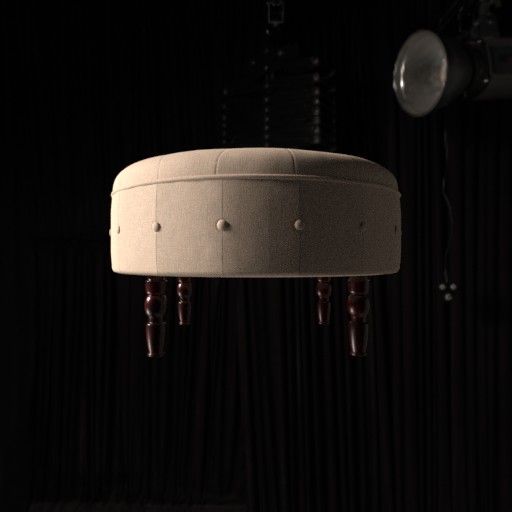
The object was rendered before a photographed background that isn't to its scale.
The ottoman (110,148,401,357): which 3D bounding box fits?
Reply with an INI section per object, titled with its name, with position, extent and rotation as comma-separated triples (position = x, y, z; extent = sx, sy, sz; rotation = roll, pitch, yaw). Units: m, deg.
[ottoman]
position = 0.000, 0.000, 1.363
extent = 0.848, 0.494, 0.848
rotation = 0, 0, 0
